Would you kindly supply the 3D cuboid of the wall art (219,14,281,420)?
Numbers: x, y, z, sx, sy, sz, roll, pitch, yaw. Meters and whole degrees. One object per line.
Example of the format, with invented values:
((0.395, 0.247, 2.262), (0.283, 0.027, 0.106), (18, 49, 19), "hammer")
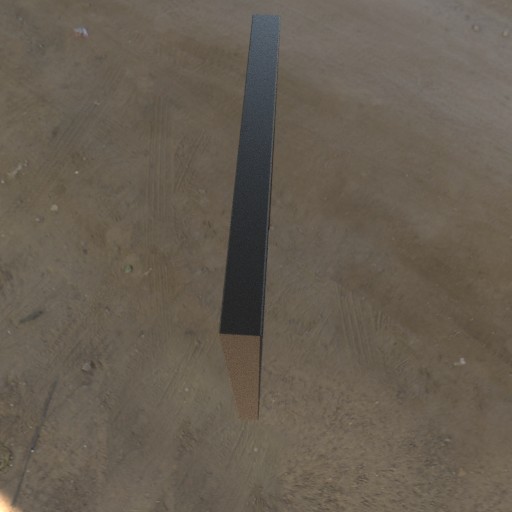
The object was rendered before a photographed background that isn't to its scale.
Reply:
((0.000, 0.000, 0.743), (0.039, 0.555, 0.449), (3, 62, 2), "wall art")
